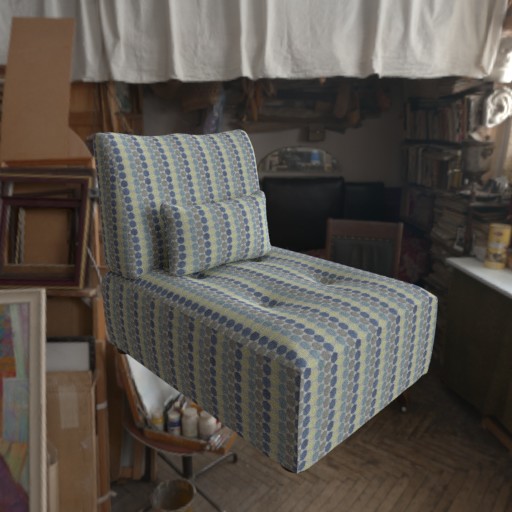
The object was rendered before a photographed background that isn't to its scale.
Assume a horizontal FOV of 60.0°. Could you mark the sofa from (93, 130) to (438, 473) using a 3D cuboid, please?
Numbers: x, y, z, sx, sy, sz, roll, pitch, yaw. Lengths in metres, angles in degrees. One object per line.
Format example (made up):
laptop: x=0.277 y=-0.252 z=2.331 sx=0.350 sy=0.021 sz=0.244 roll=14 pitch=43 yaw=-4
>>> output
sofa: x=0.000 y=0.000 z=1.527 sx=0.700 sy=0.820 sz=1.000 roll=-16 pitch=23 yaw=-42
